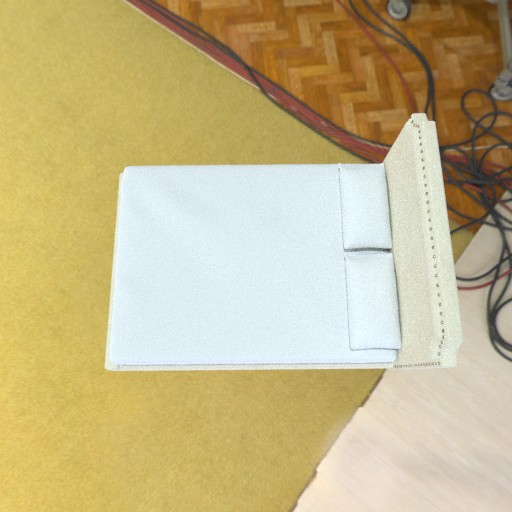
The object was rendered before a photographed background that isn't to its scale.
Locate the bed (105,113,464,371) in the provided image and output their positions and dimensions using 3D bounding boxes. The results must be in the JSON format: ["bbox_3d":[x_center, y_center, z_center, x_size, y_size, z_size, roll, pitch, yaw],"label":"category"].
[{"bbox_3d":[0.000,0.000,3.424,2.381,1.457,1.713,0,75,0],"label":"bed"}]
